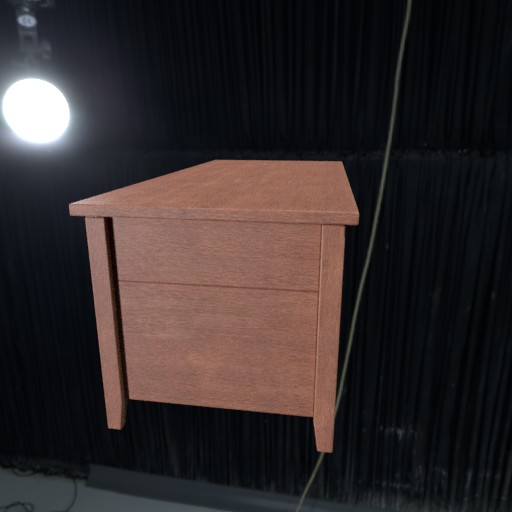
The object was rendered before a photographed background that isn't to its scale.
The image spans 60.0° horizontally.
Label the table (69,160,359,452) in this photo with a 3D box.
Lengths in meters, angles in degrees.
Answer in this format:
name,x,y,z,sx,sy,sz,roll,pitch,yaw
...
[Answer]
name,x,y,z,sx,sy,sz,roll,pitch,yaw
table,0.000,0.000,1.261,0.483,0.457,1.016,3,17,9
